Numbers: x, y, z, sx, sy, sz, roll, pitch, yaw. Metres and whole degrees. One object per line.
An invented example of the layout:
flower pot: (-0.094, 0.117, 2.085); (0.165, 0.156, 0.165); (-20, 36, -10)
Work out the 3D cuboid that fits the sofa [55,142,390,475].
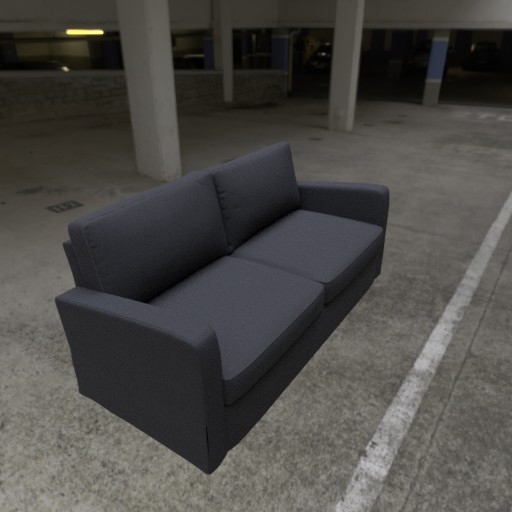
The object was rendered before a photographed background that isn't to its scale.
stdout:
sofa: (0.000, 0.000, 2.355); (0.898, 0.839, 1.852); (17, 32, 29)
